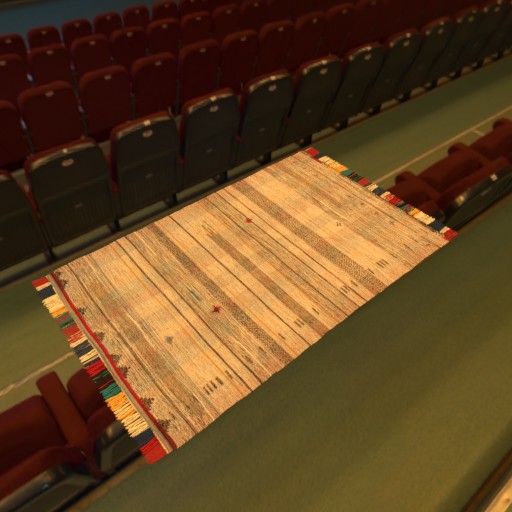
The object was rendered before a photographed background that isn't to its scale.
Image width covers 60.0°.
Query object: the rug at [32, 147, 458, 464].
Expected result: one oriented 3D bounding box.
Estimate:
[{"bbox_3d":[0.000,0.000,2.914,2.465,0.012,1.465,-31,53,-27],"label":"rug"}]
